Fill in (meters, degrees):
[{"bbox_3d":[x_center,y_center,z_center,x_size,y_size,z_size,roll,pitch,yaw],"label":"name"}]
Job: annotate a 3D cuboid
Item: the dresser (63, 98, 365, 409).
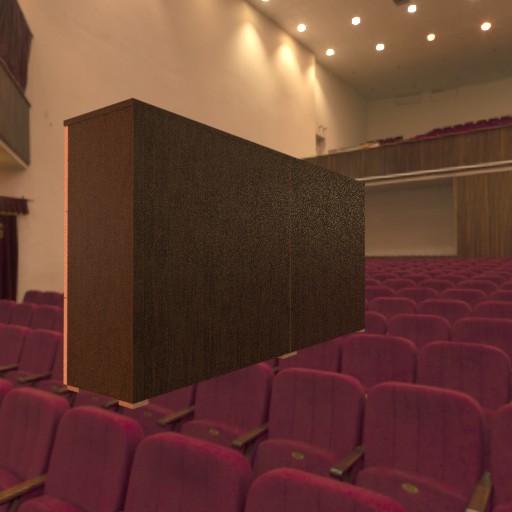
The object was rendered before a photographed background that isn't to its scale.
[{"bbox_3d":[0.000,0.000,1.843,0.333,0.790,1.535,0,-1,36],"label":"dresser"}]
